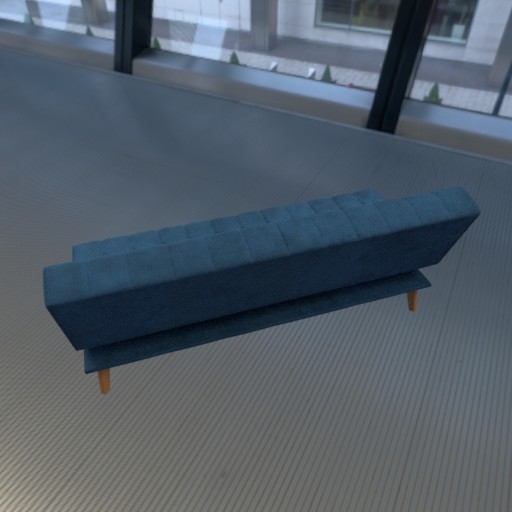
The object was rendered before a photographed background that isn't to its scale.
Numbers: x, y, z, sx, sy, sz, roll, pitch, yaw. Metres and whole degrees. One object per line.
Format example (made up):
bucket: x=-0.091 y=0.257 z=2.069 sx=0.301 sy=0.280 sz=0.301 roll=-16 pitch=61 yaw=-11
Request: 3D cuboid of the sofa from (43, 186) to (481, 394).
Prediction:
sofa: x=0.000 y=0.000 z=2.277 sx=1.804 sy=0.813 sz=0.855 roll=-12 pitch=42 yaw=-14
